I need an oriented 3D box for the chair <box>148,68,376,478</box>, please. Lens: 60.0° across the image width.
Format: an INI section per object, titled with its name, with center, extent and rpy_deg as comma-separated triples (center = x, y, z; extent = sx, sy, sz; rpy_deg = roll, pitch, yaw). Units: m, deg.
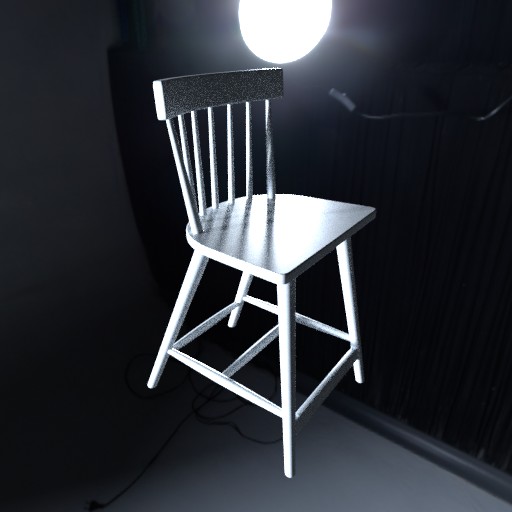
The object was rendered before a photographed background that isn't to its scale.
[chair]
center = 0.000, 0.000, 1.257
extent = 0.572, 0.952, 0.483
rpy_deg = 18, 32, 32
